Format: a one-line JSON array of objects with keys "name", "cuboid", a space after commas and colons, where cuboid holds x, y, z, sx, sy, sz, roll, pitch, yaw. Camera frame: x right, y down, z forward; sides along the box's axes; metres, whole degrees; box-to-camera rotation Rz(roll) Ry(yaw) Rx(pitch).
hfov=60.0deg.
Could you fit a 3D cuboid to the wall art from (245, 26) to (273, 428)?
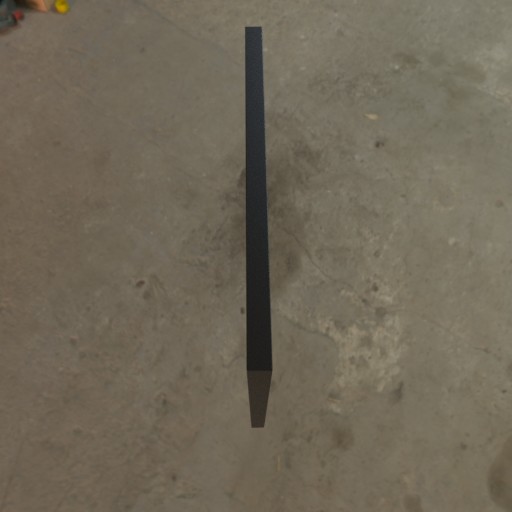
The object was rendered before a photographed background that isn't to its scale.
[{"name": "wall art", "cuboid": [0.000, 0.000, 1.160, 0.038, 0.765, 0.765, -1, 63, 0]}]
